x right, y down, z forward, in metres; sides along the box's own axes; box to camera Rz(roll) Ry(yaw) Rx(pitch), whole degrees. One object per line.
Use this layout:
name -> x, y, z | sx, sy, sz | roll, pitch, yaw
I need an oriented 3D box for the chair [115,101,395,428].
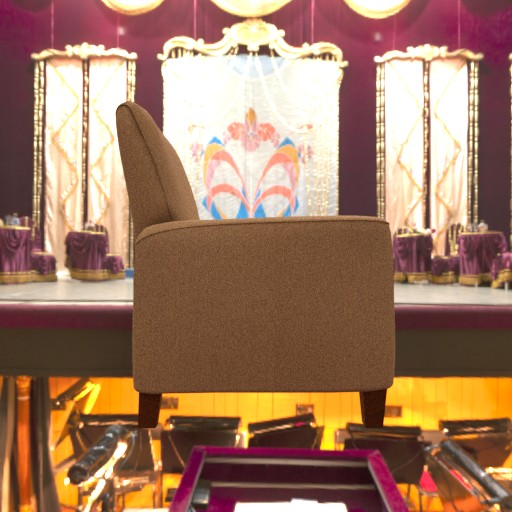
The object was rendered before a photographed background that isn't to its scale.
chair -> 0.000, 0.000, 1.671 | 0.864, 1.014, 0.848 | 0, 0, 0
